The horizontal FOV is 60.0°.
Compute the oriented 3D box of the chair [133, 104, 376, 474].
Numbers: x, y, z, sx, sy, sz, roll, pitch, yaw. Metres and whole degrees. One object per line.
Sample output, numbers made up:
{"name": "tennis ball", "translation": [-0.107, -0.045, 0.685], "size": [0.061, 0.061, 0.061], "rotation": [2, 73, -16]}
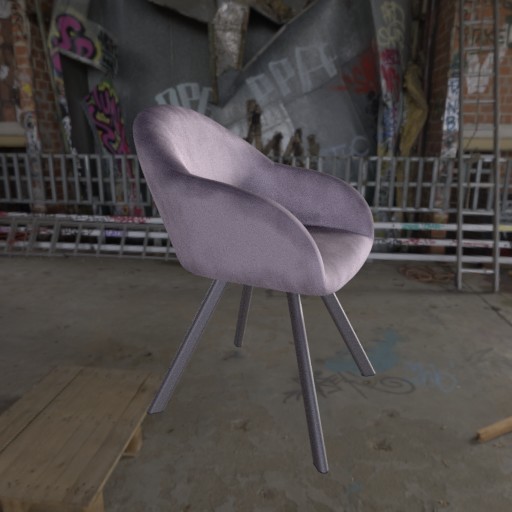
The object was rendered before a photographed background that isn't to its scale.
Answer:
{"name": "chair", "translation": [0.000, 0.000, 1.198], "size": [0.590, 0.795, 0.550], "rotation": [7, 16, 26]}
